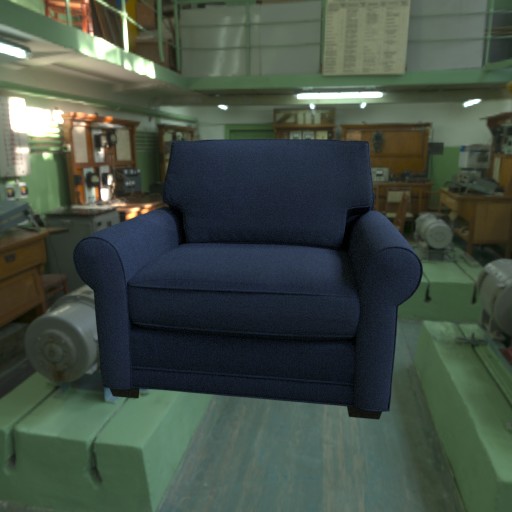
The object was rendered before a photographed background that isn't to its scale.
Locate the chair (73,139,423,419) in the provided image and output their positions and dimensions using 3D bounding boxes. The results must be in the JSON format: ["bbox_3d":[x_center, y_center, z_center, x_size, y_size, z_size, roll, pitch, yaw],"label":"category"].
[{"bbox_3d":[0.000,0.000,2.029,1.285,1.044,0.963,2,14,8],"label":"chair"}]
